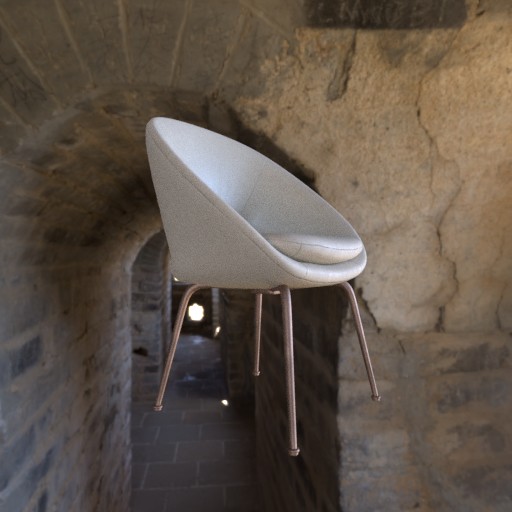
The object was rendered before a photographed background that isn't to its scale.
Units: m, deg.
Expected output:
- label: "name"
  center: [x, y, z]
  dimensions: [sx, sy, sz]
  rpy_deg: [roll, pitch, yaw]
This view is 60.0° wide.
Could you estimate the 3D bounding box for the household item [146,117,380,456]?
- label: "household item"
  center: [0.000, 0.000, 1.287]
  dimensions: [0.573, 0.852, 0.623]
  rpy_deg: [0, 0, 38]
